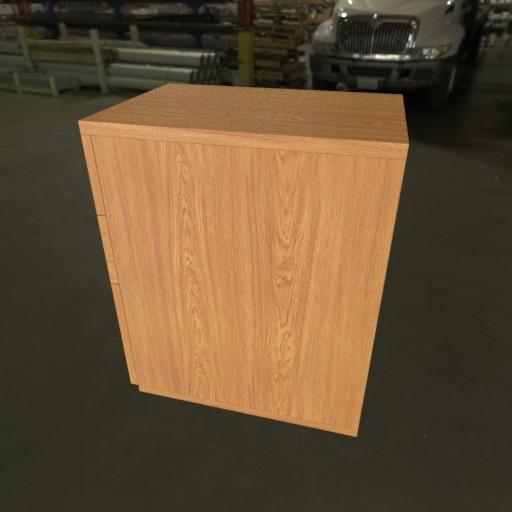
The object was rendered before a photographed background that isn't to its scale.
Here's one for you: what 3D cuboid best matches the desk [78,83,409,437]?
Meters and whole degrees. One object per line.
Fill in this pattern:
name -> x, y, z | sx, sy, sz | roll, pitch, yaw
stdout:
desk -> 0.000, 0.000, 1.113 | 0.600, 0.730, 0.404 | 8, 32, 12
